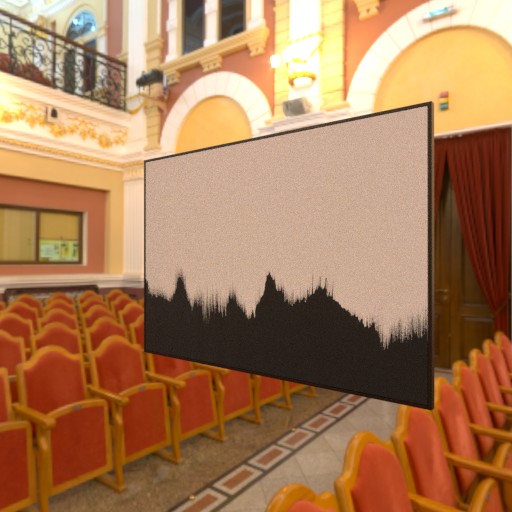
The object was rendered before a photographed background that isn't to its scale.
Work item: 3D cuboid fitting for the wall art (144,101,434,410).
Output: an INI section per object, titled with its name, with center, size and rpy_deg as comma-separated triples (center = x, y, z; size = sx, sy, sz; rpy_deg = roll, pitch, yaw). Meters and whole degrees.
[wall art]
center = 0.000, 0.000, 1.243
size = 0.957, 0.660, 0.019
rpy_deg = 0, 0, 37
